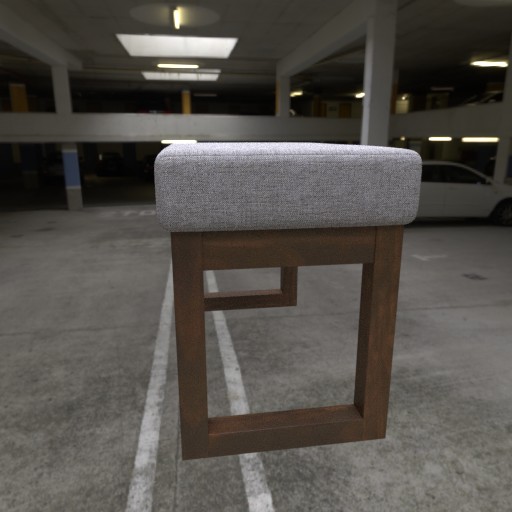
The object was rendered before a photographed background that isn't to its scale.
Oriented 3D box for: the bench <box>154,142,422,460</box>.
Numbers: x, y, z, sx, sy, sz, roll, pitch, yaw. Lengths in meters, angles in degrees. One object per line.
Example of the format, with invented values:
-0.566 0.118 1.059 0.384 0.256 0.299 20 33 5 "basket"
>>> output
0.000 0.000 0.953 0.366 0.467 0.681 -2 15 -9 "bench"
